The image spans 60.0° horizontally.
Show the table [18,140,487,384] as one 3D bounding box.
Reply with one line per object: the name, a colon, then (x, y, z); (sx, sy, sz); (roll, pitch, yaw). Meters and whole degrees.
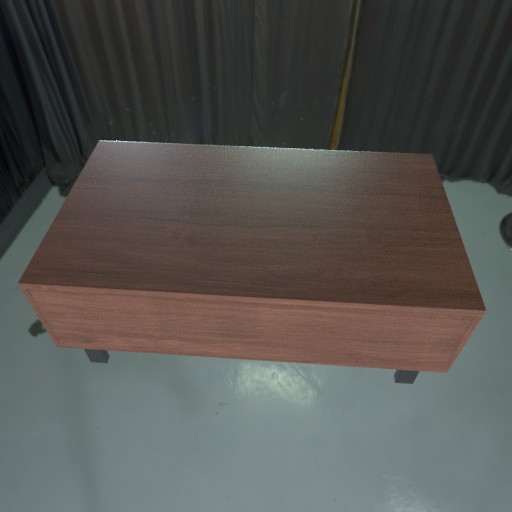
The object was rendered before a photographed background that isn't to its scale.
table: (0.000, 0.000, 1.303); (1.020, 0.380, 0.600); (3, 47, 3)
